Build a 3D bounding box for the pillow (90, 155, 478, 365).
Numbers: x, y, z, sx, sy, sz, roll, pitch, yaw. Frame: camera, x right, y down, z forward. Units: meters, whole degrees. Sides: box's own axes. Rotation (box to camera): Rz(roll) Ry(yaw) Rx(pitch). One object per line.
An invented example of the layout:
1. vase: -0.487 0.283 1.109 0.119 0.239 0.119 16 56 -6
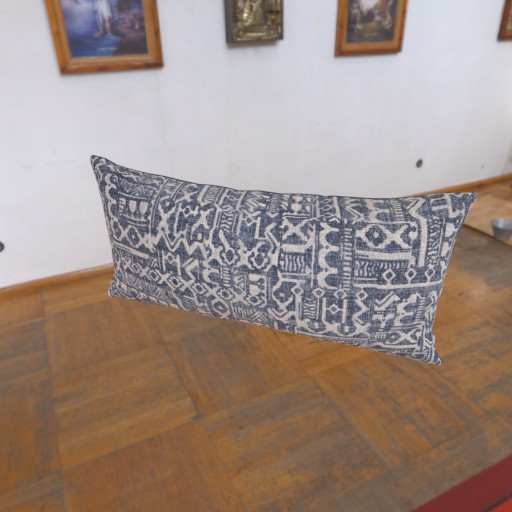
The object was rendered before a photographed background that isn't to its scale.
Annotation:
1. pillow: 0.000 0.000 0.736 0.631 0.292 0.148 9 29 17
